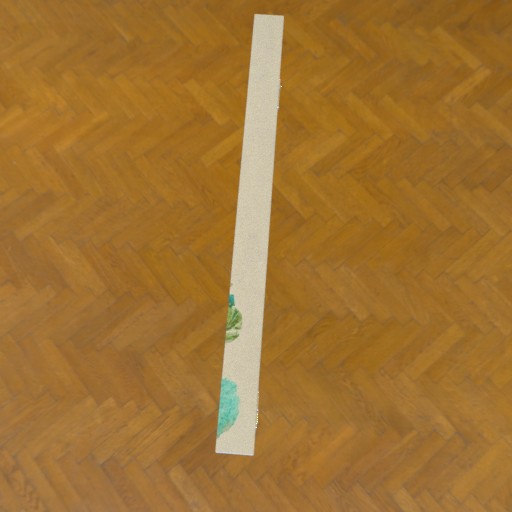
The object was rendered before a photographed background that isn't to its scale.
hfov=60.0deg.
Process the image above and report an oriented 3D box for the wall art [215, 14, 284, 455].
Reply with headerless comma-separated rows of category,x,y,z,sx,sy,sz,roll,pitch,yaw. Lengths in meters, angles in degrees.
wall art,0.000,0.000,0.696,0.041,0.435,0.507,4,75,1
